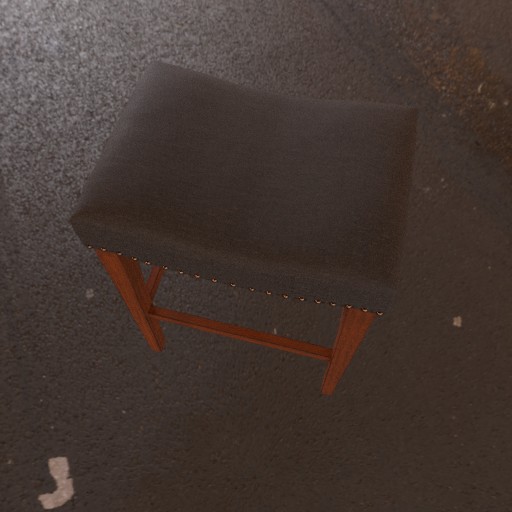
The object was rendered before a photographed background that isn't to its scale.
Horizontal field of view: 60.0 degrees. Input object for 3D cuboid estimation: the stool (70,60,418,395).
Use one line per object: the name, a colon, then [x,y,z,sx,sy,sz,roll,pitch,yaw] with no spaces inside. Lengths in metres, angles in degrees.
stool: [0.000,0.000,0.846,0.439,0.612,0.320,13,64,6]
